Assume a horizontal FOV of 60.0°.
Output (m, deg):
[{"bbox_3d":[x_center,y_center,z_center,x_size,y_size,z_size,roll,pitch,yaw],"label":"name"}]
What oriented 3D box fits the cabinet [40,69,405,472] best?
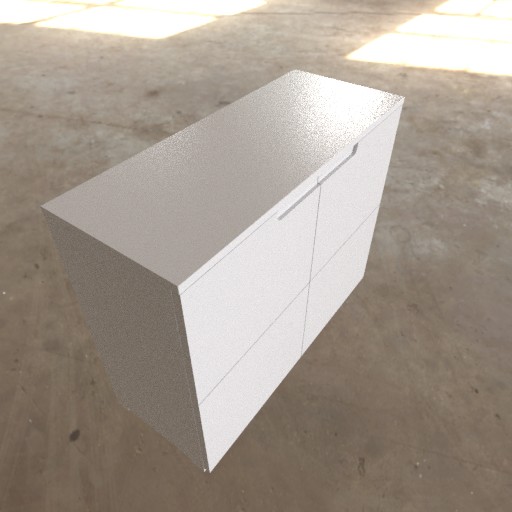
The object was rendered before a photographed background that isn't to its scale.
[{"bbox_3d":[0.000,0.000,1.416,0.400,0.800,1.000,26,48,26],"label":"cabinet"}]
